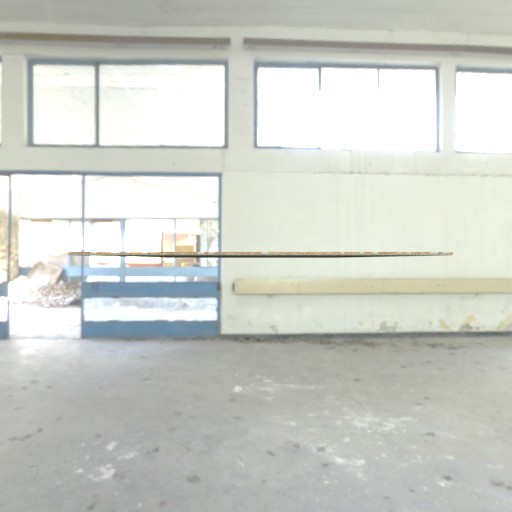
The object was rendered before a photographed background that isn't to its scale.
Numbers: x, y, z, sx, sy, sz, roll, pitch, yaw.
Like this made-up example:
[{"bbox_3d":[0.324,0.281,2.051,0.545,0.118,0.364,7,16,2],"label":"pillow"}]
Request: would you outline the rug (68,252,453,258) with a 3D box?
[{"bbox_3d":[0.000,0.000,2.308,1.219,0.011,1.829,0,0,-1],"label":"rug"}]
